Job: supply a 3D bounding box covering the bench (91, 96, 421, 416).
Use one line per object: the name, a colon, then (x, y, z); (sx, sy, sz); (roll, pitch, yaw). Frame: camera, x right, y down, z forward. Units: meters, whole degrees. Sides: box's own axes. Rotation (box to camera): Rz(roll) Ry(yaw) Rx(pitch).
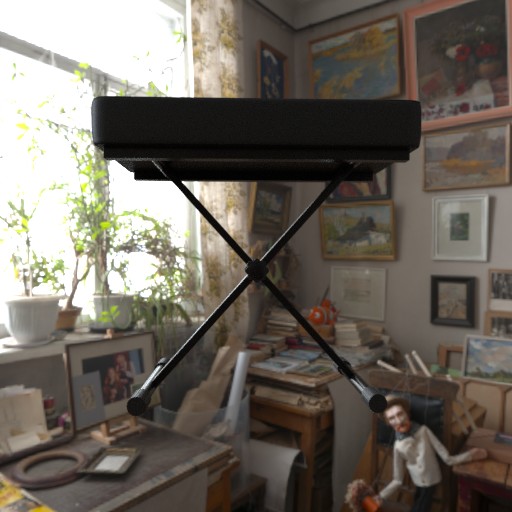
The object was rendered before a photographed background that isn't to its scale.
bench: (0.000, 0.000, 0.932); (0.600, 0.561, 0.300); (0, 0, -2)
